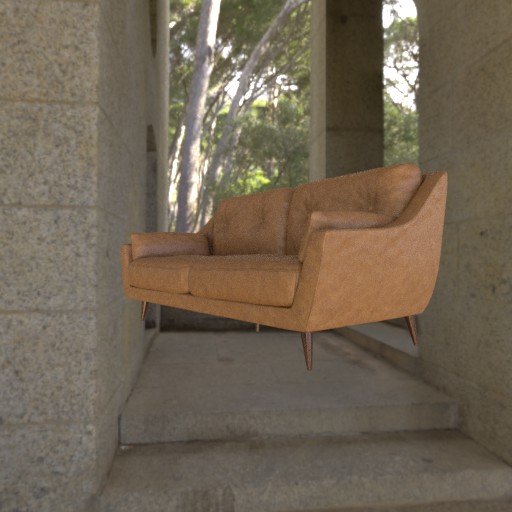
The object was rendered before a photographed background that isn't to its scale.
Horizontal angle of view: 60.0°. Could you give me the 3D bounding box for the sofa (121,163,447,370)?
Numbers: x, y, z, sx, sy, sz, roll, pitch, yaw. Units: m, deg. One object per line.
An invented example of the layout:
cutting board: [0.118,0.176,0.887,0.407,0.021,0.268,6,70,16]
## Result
sofa: [0.000,0.000,2.443,0.904,0.839,1.902,0,0,-36]
